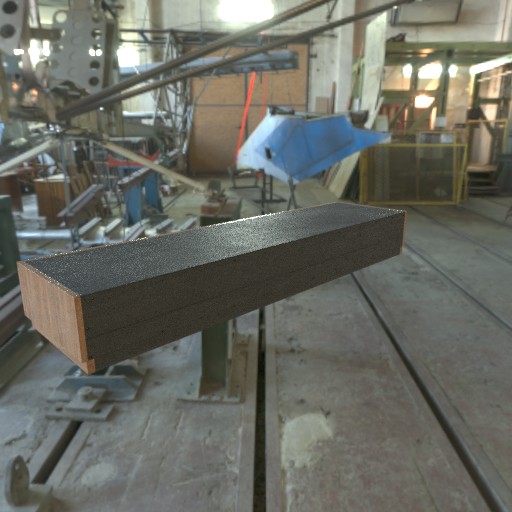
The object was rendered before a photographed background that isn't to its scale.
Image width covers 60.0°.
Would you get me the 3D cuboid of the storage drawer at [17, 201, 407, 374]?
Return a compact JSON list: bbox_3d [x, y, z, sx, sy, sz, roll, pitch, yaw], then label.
[{"bbox_3d":[0.000,0.000,2.215,2.032,0.264,0.538,-15,22,-42],"label":"storage drawer"}]
